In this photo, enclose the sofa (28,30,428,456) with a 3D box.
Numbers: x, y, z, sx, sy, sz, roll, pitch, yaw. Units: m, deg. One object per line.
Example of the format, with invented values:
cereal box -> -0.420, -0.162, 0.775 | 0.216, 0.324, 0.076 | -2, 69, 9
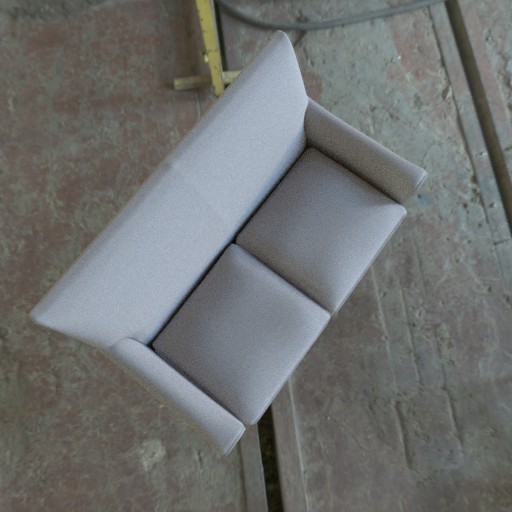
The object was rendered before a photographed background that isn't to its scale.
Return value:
sofa -> 0.000, 0.000, 2.037 | 0.888, 0.890, 1.482 | 36, 79, 8
